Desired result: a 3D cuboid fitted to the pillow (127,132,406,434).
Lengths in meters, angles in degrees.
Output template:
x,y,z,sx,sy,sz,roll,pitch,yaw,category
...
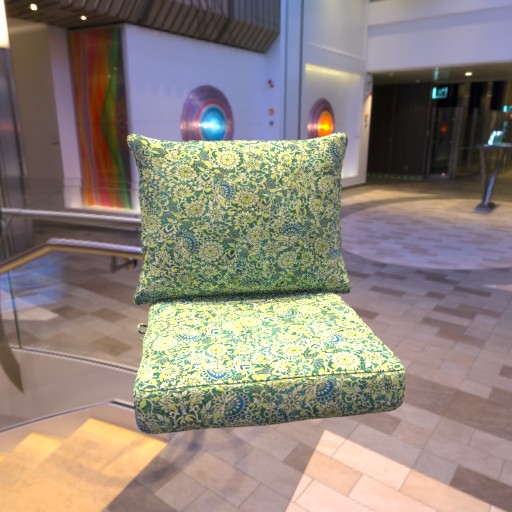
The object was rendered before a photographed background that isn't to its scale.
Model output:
x,y,z,sx,sy,sz,roll,pitch,yaw,category
0.000,0.000,1.351,0.798,0.722,0.740,-2,16,-8,pillow
